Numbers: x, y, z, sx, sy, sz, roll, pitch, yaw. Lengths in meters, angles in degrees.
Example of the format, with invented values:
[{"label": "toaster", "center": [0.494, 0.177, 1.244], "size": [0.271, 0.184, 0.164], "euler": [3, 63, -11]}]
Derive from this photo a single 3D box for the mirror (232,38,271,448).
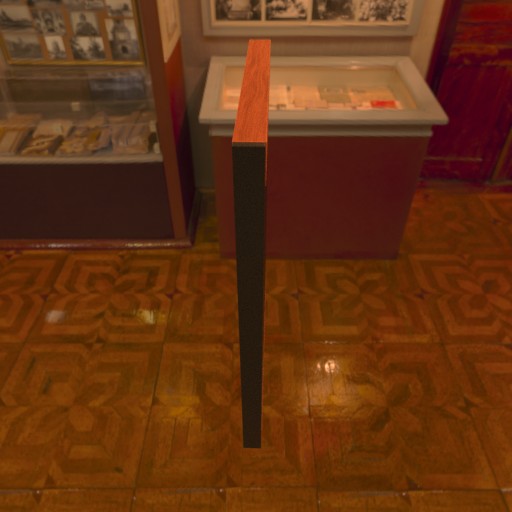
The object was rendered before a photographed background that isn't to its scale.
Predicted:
[{"label": "mirror", "center": [0.000, 0.000, 1.049], "size": [0.047, 0.823, 0.525], "euler": [1, 40, 2]}]
